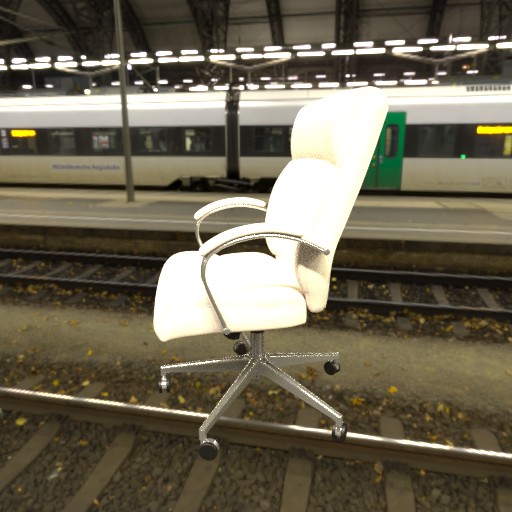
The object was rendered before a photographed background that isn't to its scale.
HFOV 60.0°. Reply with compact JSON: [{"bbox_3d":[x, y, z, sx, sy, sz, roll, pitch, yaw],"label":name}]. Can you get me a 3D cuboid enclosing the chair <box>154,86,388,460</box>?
[{"bbox_3d":[0.000,0.000,1.586,0.745,1.099,0.727,-2,14,-9],"label":"chair"}]
